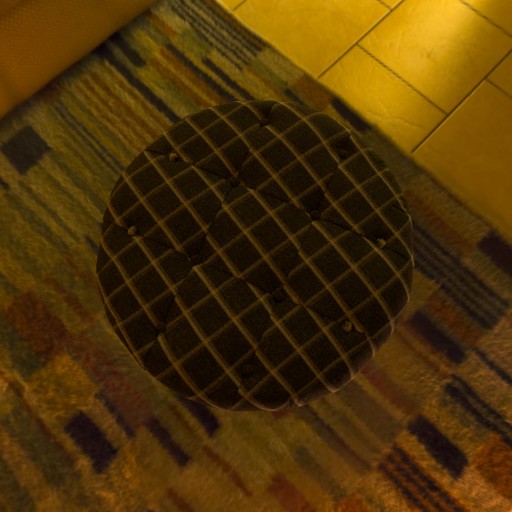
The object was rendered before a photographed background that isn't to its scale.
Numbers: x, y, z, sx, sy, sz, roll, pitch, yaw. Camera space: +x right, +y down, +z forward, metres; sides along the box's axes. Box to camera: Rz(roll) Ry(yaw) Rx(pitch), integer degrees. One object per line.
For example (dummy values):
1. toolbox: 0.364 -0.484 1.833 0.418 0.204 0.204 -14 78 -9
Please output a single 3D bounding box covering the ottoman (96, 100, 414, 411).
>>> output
1. ottoman: 0.000 0.000 1.378 0.901 0.439 0.901 0 75 0
